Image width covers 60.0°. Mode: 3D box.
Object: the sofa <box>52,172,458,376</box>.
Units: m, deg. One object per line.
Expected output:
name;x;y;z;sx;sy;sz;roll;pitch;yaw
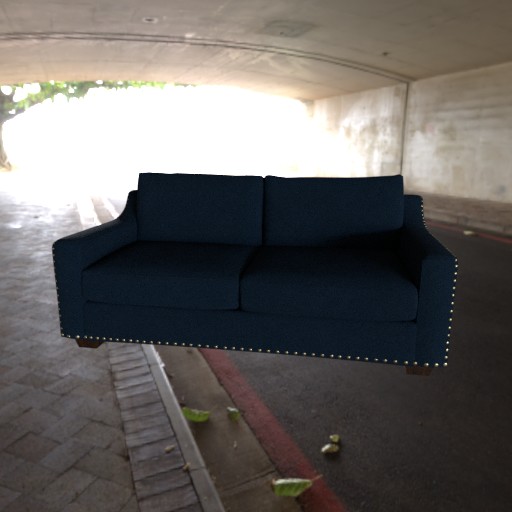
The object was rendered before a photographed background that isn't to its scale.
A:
sofa;0.000;0.000;2.762;2.107;0.983;1.104;2;14;10
